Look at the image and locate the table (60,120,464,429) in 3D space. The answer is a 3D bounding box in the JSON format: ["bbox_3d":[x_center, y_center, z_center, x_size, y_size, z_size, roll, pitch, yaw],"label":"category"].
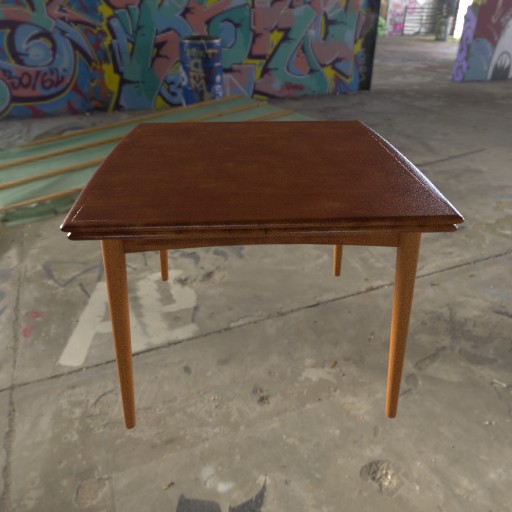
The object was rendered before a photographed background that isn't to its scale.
[{"bbox_3d":[0.000,0.000,1.641,0.991,0.754,0.991,-1,30,-2],"label":"table"}]
